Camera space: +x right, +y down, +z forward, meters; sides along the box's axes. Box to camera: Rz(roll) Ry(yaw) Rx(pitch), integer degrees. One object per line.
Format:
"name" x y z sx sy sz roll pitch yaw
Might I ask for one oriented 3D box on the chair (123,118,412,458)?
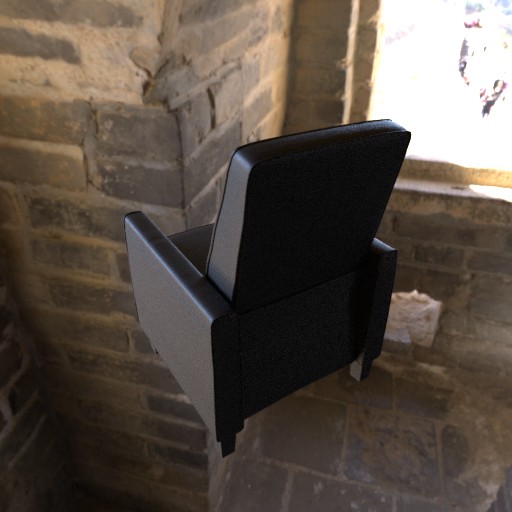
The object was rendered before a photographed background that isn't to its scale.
"chair" 0.000 0.000 1.551 0.705 1.013 0.746 -18 35 -28
